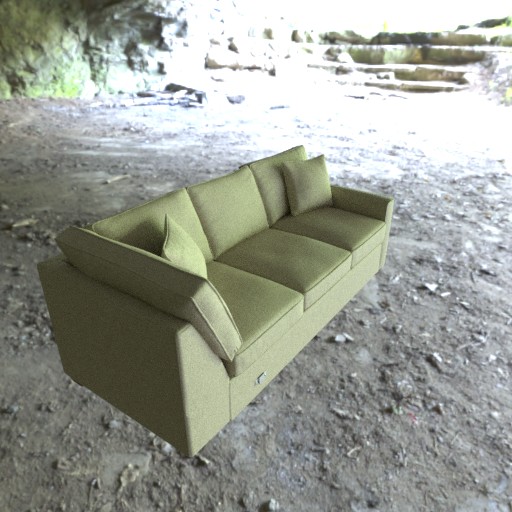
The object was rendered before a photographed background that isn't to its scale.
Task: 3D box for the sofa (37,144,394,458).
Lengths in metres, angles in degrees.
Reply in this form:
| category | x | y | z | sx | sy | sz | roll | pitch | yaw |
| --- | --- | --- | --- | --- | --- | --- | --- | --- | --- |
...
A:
| category | x | y | z | sx | sy | sz | roll | pitch | yaw |
| --- | --- | --- | --- | --- | --- | --- | --- | --- | --- |
| sofa | 0.000 | 0.000 | 2.885 | 1.053 | 0.948 | 2.323 | 18 | 33 | 31 |
